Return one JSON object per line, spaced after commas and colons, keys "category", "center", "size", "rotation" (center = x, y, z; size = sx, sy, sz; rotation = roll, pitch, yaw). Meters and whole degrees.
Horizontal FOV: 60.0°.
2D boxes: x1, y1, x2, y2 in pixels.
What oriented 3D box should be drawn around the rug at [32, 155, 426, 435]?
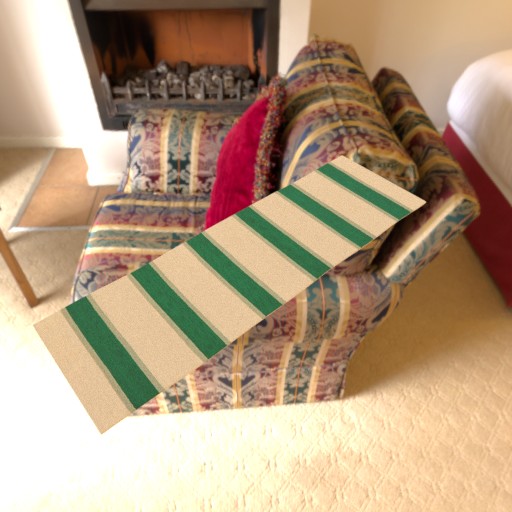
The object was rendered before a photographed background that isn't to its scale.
{"category": "rug", "center": [0.000, 0.000, 2.677], "size": [2.438, 0.012, 0.768], "rotation": [-32, 54, -27]}
